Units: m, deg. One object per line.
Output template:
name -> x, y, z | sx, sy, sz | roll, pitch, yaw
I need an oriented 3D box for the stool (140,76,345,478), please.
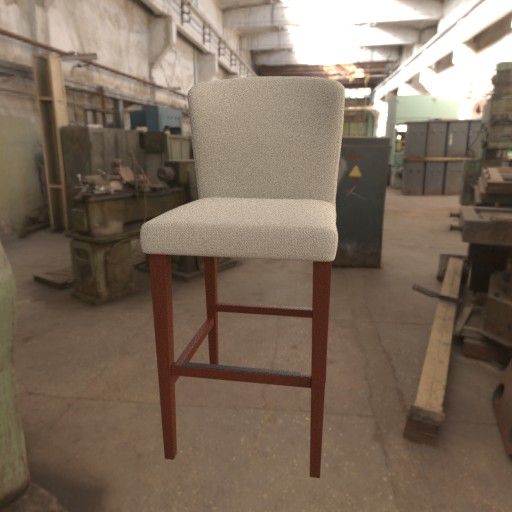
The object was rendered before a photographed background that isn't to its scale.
stool -> 0.000, 0.000, 1.321 | 0.481, 1.069, 0.568 | 3, 15, 10
